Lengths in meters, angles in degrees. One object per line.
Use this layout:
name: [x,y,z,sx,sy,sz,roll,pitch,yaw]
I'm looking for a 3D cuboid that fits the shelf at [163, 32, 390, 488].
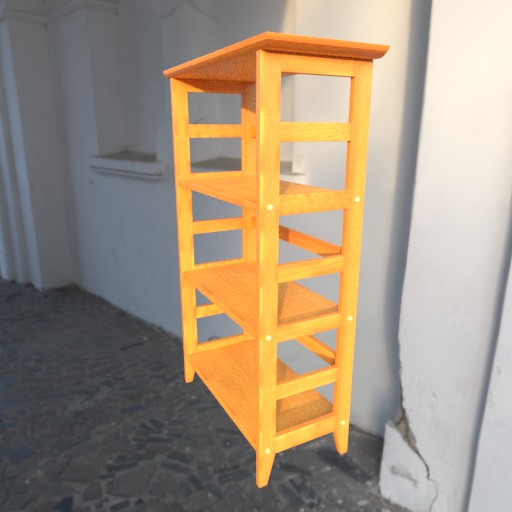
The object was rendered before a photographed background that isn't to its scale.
shelf: [0.000,0.000,1.312,0.305,1.067,0.660,-8,18,-27]
